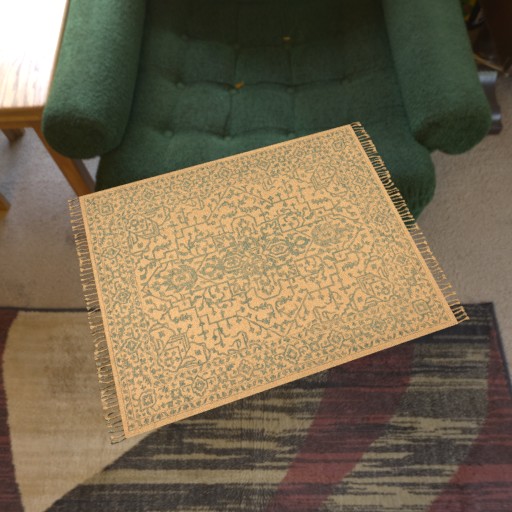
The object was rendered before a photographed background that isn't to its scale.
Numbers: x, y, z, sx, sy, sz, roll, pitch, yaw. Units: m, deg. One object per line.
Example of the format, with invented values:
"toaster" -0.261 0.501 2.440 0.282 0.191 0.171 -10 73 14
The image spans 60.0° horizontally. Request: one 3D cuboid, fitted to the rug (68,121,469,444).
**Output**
"rug" 0.000 0.000 4.300 3.327 0.010 2.464 -17 66 -8
